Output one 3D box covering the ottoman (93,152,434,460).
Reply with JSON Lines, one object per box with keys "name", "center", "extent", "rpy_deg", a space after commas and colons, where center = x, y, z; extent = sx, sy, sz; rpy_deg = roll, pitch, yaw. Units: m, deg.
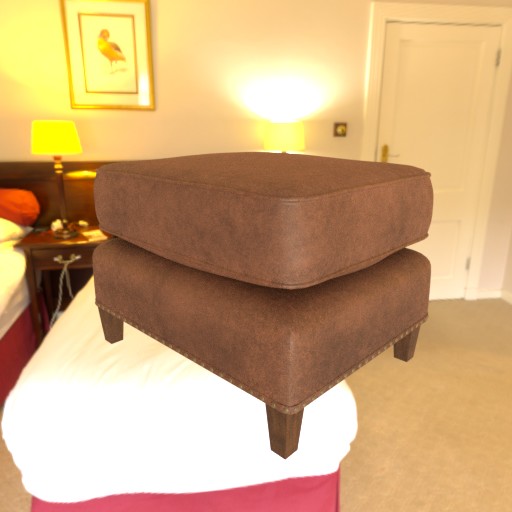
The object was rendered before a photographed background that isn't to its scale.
{"name": "ottoman", "center": [0.000, 0.000, 1.174], "extent": [0.738, 0.537, 0.589], "rpy_deg": [16, 23, 42]}
